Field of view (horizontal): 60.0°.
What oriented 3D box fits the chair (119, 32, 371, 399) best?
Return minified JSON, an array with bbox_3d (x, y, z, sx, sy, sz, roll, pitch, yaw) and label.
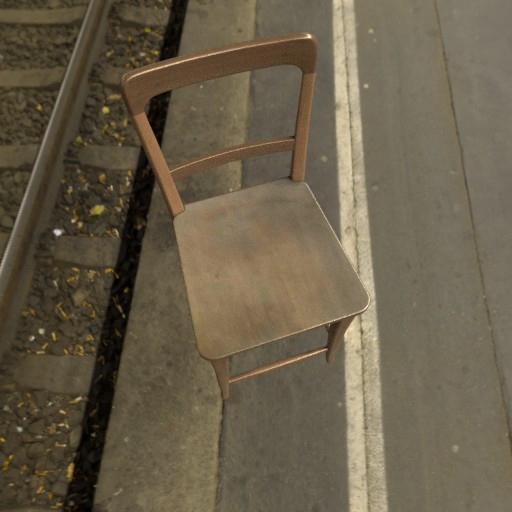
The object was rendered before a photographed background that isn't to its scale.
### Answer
[{"bbox_3d":[0.000,0.000,1.270,0.450,0.991,0.546,-16,65,-8],"label":"chair"}]
